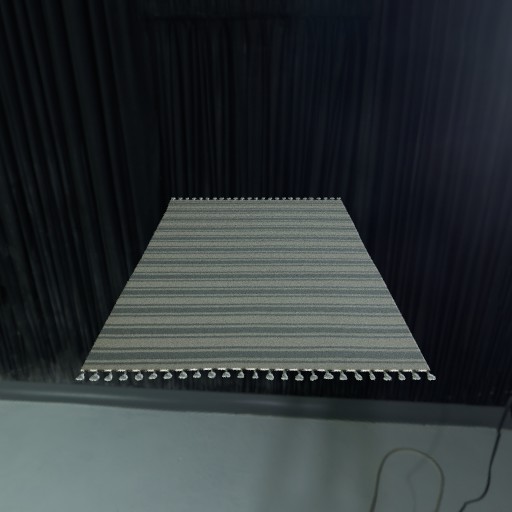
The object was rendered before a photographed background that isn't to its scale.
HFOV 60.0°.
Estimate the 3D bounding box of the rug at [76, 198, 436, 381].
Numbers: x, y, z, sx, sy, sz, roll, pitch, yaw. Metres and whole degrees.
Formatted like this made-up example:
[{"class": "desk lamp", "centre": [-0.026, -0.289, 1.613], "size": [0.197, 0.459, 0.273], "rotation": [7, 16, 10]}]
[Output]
[{"class": "rug", "centre": [0.000, 0.000, 2.968], "size": [1.539, 0.011, 2.410], "rotation": [0, 26, 0]}]
